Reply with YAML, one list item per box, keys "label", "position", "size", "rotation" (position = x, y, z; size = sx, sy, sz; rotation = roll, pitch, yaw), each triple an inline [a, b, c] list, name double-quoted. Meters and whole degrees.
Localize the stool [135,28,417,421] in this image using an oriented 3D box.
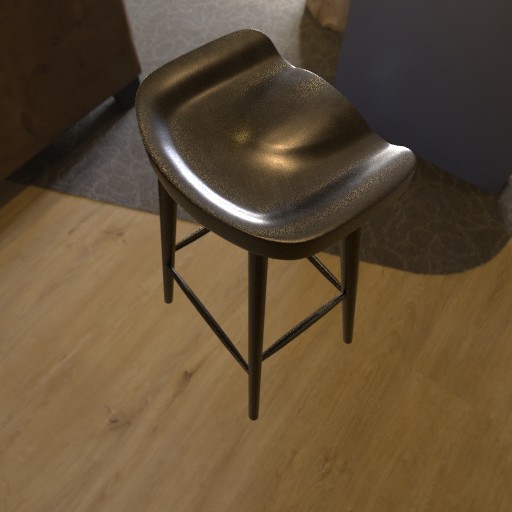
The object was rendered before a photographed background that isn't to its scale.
- label: "stool"
  position: [0.000, 0.000, 0.960]
  size: [0.361, 0.749, 0.440]
  rotation: [-34, 66, -18]
